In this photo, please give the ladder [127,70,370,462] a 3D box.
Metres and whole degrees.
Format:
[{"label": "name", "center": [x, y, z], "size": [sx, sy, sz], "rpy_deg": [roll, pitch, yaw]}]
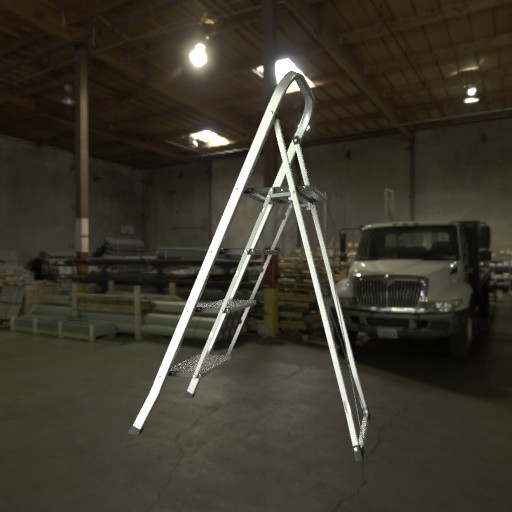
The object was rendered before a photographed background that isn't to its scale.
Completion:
[{"label": "ladder", "center": [0.000, 0.000, 1.703], "size": [0.830, 1.290, 0.465], "rpy_deg": [0, 0, 18]}]
